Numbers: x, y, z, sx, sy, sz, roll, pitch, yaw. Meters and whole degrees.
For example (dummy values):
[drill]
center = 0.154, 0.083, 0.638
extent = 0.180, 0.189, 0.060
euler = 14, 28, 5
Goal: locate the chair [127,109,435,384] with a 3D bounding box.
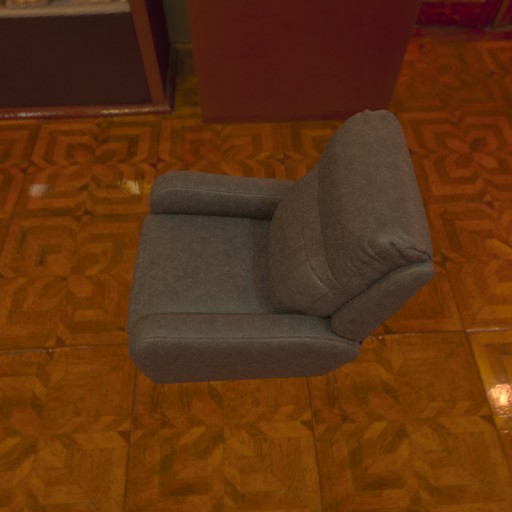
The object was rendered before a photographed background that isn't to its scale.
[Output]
[chair]
center = 0.000, 0.000, 1.835
extent = 1.067, 1.067, 0.865
euler = 0, 57, 0
